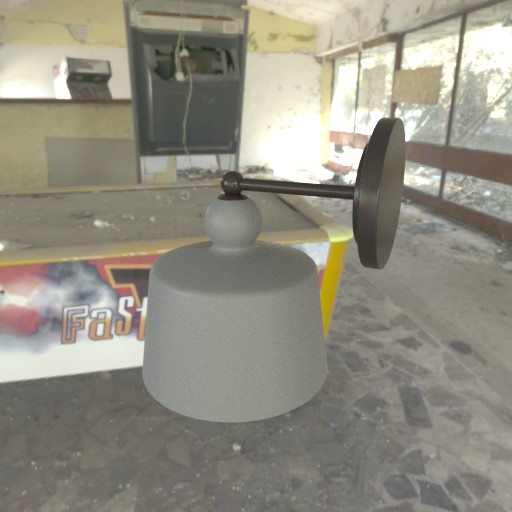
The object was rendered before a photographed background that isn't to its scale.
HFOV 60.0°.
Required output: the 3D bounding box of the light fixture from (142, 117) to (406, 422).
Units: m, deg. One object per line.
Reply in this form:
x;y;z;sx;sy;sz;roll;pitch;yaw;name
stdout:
0.000;0.000;0.447;0.254;0.268;0.204;9;20;24;light fixture
